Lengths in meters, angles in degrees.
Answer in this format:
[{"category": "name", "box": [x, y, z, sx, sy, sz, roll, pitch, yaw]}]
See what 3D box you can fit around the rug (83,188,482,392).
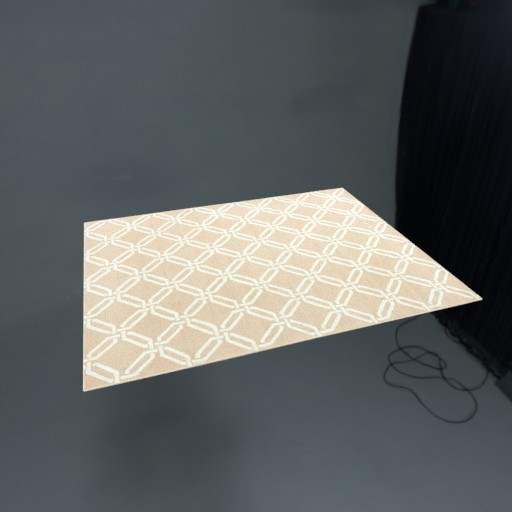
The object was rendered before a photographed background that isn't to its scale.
[{"category": "rug", "box": [0.000, 0.000, 3.925, 2.895, 0.018, 2.288, -10, 33, -15]}]
